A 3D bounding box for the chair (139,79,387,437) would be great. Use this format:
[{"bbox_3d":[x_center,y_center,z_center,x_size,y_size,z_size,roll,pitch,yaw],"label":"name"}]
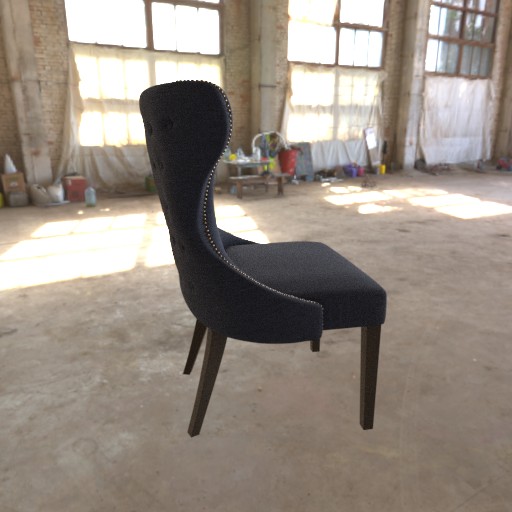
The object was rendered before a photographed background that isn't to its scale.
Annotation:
[{"bbox_3d":[0.000,0.000,1.370,0.635,0.967,0.628,-3,17,-11],"label":"chair"}]
